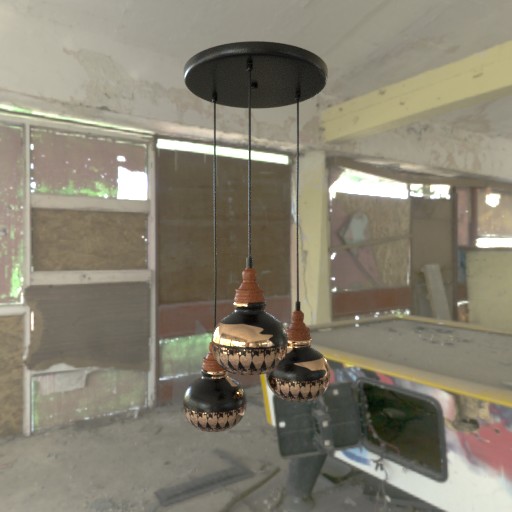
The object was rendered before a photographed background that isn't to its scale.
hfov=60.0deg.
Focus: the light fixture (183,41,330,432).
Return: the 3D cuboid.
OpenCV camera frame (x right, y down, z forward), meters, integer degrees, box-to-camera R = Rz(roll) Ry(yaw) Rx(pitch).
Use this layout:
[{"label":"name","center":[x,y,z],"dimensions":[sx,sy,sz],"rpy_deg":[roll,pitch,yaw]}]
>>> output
[{"label":"light fixture","center":[0.000,0.000,1.710],"dimensions":[0.608,1.410,0.605],"rpy_deg":[0,0,0]}]
